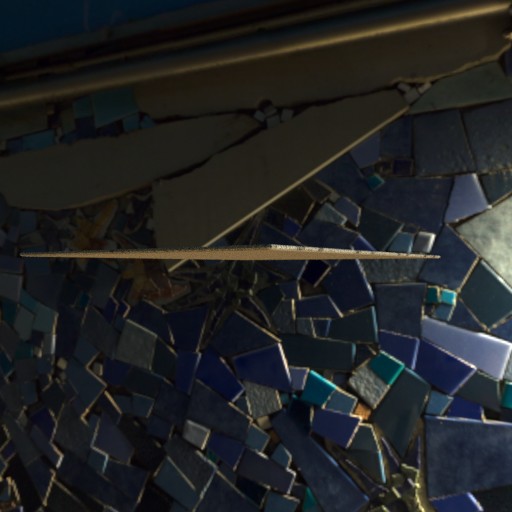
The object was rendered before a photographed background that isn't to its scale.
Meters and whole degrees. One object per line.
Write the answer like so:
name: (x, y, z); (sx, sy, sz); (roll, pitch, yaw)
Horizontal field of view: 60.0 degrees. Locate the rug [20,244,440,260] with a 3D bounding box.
rug: (0.000, 0.000, 3.944); (2.399, 0.026, 3.000); (-1, -2, 36)
